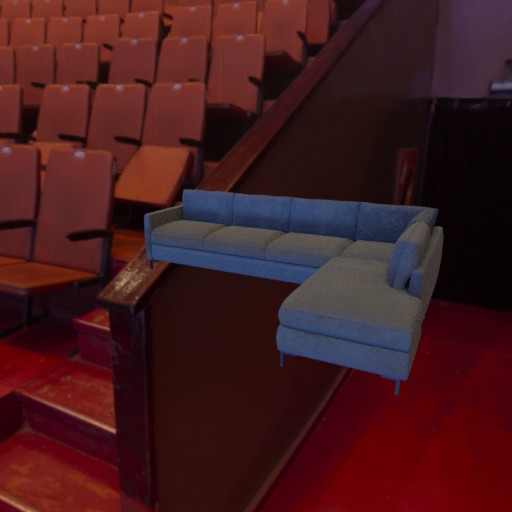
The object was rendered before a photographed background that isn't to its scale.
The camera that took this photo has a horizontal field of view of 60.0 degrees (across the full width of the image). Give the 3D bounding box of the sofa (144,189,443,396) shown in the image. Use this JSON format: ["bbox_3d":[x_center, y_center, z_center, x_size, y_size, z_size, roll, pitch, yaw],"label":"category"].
[{"bbox_3d":[0.000,0.000,3.310,2.486,0.687,1.707,8,18,26],"label":"sofa"}]
